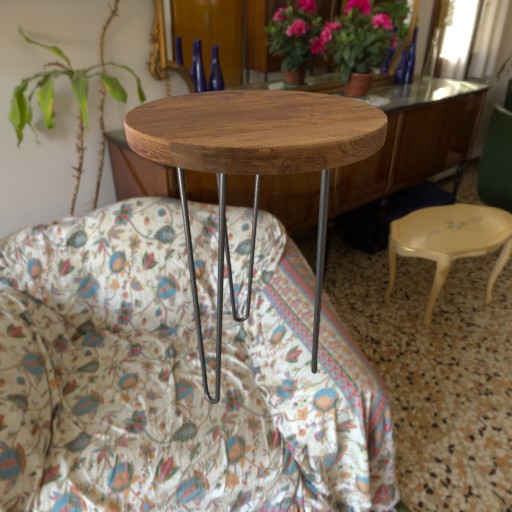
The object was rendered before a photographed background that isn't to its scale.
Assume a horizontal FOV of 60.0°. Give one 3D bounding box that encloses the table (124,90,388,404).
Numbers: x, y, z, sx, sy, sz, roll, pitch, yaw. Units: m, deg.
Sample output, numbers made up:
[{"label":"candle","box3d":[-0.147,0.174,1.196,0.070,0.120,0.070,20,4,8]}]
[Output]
[{"label":"table","box3d":[0.000,0.000,0.820,0.400,0.520,0.400,0,30,0]}]
